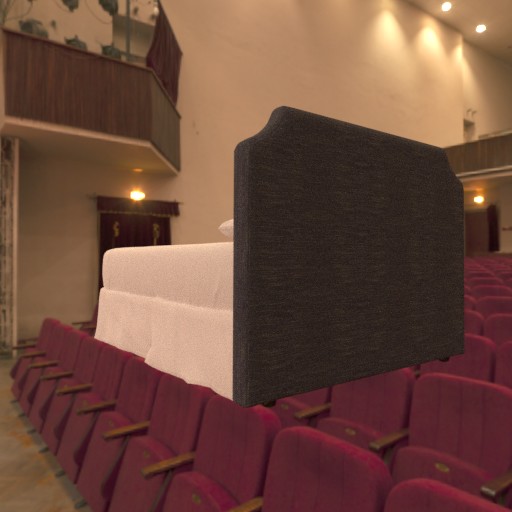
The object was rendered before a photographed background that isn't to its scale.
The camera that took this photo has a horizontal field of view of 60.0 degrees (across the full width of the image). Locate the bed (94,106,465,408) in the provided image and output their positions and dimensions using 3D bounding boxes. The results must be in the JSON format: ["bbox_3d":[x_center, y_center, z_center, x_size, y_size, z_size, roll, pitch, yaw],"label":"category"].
[{"bbox_3d":[0.000,0.000,3.096,1.693,1.290,2.116,0,0,-37],"label":"bed"}]
